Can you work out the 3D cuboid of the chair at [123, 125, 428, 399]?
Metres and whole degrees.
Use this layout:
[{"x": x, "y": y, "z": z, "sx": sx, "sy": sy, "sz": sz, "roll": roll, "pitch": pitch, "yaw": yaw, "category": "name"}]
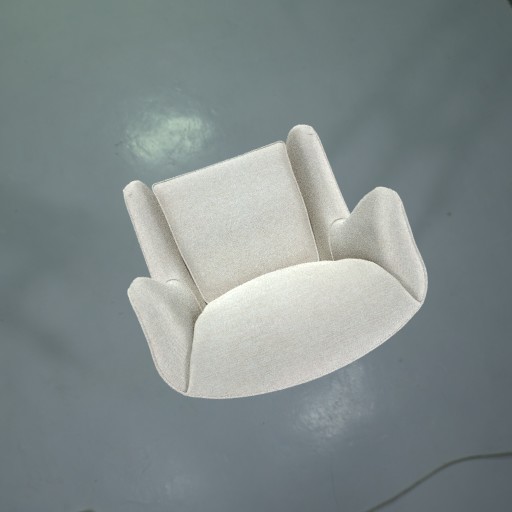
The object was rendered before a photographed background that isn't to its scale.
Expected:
[{"x": 0.000, "y": 0.000, "z": 1.767, "sx": 0.838, "sy": 1.040, "sz": 0.966, "roll": -20, "pitch": 77, "yaw": -5, "category": "chair"}]
